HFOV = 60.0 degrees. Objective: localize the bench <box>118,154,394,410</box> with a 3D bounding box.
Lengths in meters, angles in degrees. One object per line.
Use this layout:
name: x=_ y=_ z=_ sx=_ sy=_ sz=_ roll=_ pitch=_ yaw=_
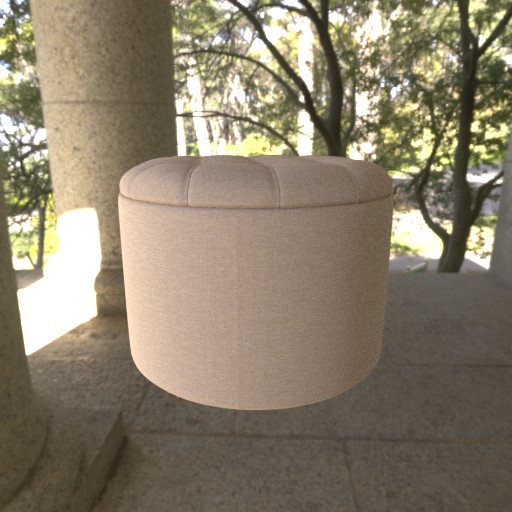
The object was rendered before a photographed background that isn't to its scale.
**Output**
bench: x=0.000 y=0.000 z=1.042 sx=0.600 sy=0.454 sz=0.600 roll=0 pitch=15 yaw=0
